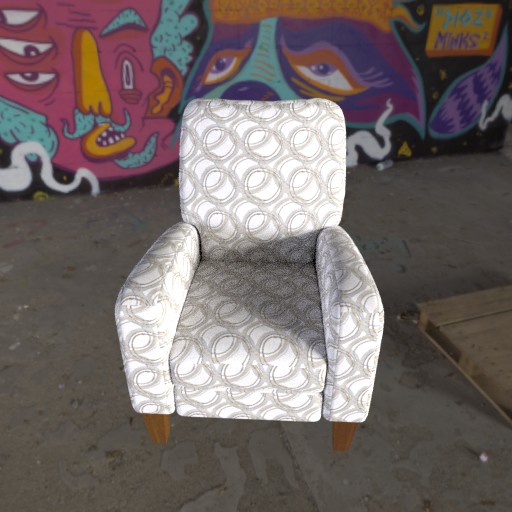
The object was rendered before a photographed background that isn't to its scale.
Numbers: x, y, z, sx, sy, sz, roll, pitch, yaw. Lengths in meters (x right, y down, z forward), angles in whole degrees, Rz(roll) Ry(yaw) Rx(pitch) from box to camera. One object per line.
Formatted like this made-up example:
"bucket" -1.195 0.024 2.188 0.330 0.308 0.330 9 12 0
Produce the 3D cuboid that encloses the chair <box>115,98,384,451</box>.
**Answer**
"chair" 0.000 0.000 1.731 0.796 1.065 0.995 2 30 3
